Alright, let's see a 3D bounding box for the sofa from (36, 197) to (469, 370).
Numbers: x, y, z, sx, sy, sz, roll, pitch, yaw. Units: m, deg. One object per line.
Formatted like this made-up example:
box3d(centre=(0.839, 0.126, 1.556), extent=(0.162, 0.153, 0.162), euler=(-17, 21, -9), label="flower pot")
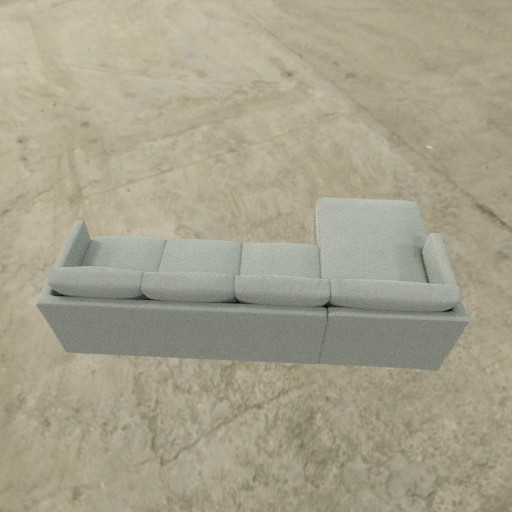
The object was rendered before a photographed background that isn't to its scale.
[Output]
box3d(centre=(0.000, 0.000, 3.972), extent=(3.205, 0.922, 1.650), euler=(2, 48, 2), label="sofa")
